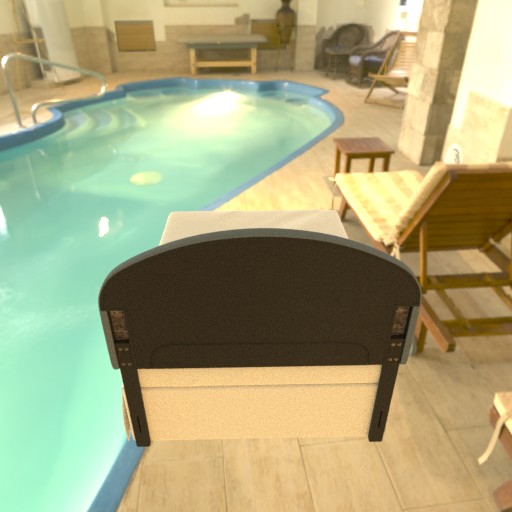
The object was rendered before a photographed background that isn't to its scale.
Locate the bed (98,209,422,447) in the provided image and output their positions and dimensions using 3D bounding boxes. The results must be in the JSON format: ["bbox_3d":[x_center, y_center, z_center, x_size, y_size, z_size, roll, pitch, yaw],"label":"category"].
[{"bbox_3d":[0.000,0.000,3.106,1.607,1.410,2.005,-1,31,-1],"label":"bed"}]
